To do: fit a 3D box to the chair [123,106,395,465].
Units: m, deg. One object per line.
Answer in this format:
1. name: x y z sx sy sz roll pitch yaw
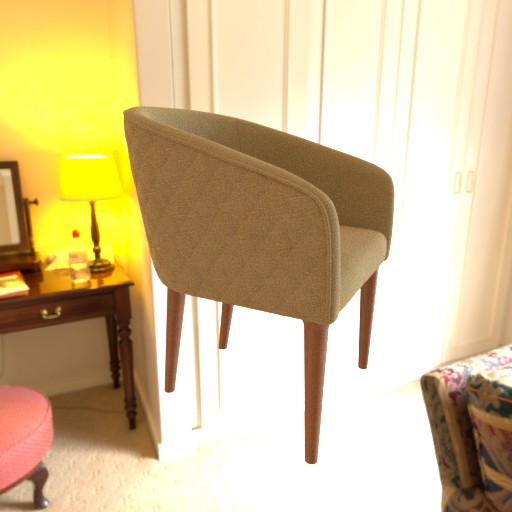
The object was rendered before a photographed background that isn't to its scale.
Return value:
1. chair: 0.000 0.000 1.198 0.616 0.775 0.584 8 17 26
